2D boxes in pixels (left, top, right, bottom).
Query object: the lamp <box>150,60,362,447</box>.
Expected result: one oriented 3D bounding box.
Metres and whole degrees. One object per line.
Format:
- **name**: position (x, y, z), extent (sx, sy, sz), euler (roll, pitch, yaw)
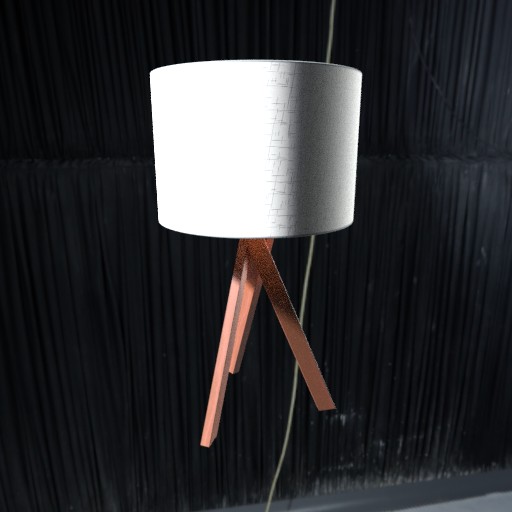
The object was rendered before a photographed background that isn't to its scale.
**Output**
- **lamp**: position (0.000, 0.000, 0.907), extent (0.380, 0.686, 0.380), euler (-3, 16, -9)
